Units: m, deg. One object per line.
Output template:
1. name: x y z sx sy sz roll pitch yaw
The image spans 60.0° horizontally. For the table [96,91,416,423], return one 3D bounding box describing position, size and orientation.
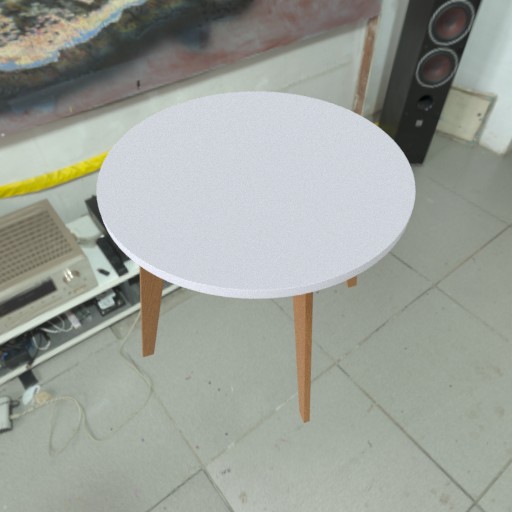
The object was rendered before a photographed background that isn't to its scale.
1. table: 0.000 0.000 1.561 0.896 0.762 0.896 0 48 0
